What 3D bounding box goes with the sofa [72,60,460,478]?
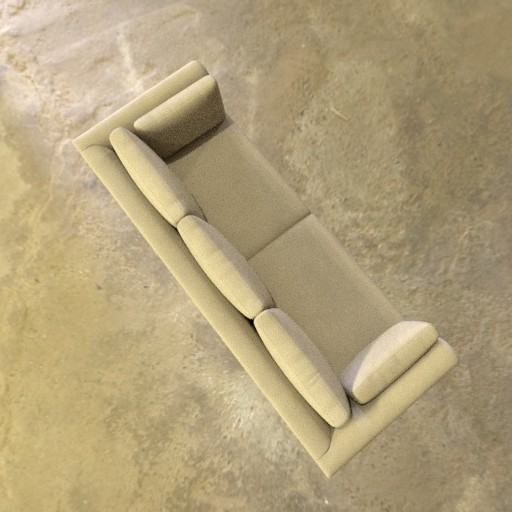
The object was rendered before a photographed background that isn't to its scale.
[{"bbox_3d":[0.000,0.000,2.848,0.969,0.867,2.415,-38,79,-9],"label":"sofa"}]
